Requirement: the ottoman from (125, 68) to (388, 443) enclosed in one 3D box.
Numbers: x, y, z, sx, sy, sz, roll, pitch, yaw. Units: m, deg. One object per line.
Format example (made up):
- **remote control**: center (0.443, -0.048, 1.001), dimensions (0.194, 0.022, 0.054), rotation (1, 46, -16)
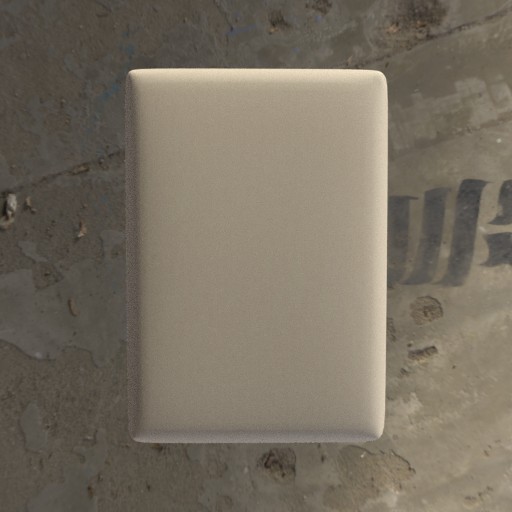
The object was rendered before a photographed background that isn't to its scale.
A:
- **ottoman**: center (0.000, 0.000, 1.175), dimensions (0.581, 0.497, 0.835), rotation (0, 91, -1)
